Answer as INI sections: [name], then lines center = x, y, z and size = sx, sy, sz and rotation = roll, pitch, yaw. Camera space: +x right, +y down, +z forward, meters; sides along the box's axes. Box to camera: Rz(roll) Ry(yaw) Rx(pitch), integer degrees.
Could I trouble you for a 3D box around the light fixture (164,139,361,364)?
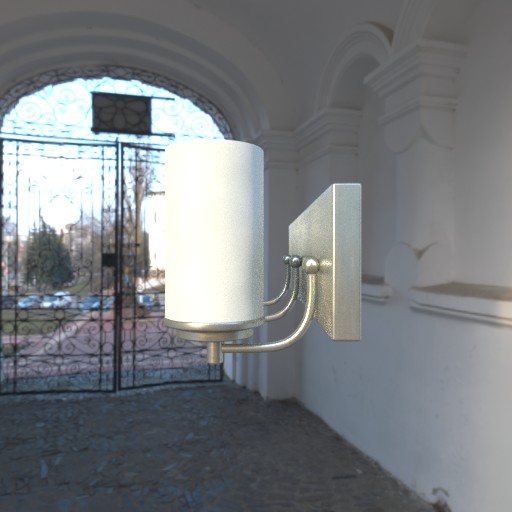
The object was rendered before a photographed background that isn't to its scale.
[light fixture]
center = 0.000, 0.000, 0.519
size = 0.145, 0.172, 0.451
rotation = 0, 0, 1
